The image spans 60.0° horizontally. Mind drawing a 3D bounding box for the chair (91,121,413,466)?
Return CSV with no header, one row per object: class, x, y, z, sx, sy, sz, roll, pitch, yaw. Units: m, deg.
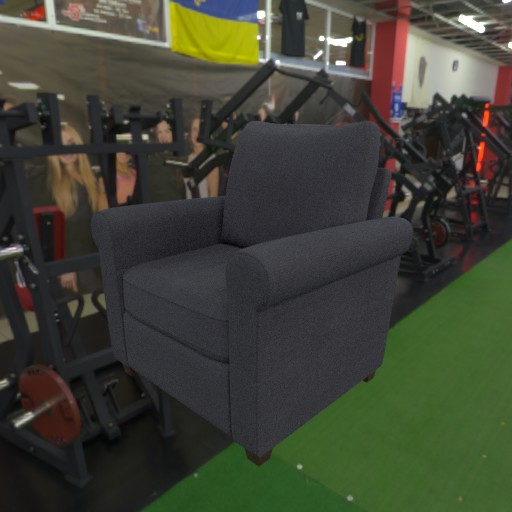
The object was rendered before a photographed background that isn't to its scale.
chair,0.000,0.000,1.614,0.867,0.942,0.828,16,23,42
